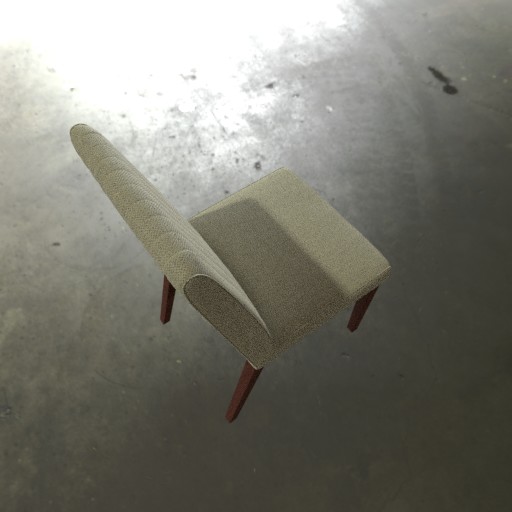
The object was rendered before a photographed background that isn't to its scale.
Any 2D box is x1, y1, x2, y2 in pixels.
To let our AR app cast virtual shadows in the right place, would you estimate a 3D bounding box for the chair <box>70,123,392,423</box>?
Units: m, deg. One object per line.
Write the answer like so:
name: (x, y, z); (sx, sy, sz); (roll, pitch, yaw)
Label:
chair: (0.000, 0.000, 1.191); (0.594, 0.900, 0.480); (-31, 62, -19)
